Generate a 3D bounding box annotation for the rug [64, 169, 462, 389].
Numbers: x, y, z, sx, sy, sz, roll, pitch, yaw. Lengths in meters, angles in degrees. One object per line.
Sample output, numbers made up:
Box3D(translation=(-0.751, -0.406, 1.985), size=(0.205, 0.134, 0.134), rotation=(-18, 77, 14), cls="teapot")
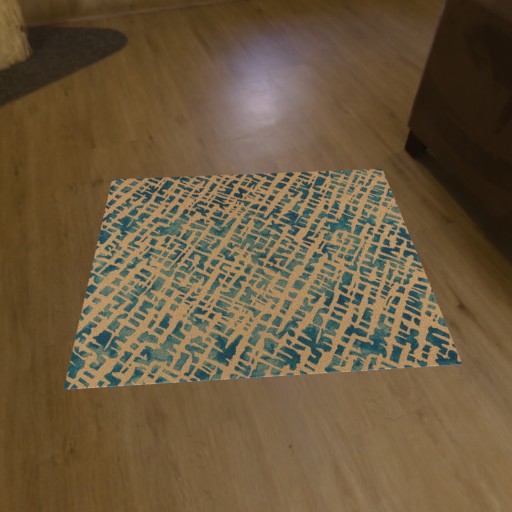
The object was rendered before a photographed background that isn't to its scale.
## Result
Box3D(translation=(0.000, 0.000, 4.120), size=(3.007, 0.007, 2.435), rotation=(-3, 48, -2), cls="rug")
